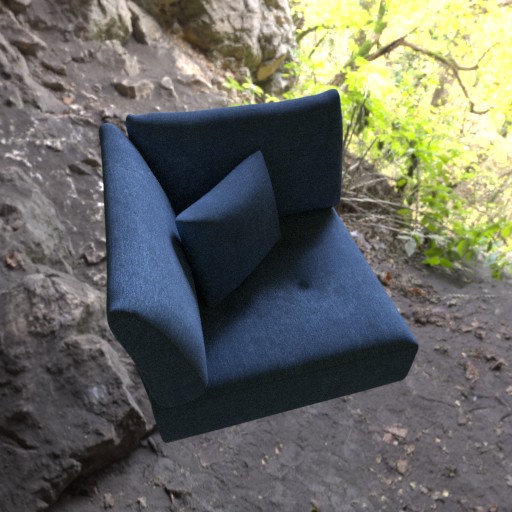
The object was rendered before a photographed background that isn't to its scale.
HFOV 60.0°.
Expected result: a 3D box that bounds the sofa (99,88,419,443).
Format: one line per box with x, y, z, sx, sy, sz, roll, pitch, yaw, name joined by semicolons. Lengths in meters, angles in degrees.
0.000;0.000;1.726;1.000;0.820;1.000;-11;46;-11;sofa
